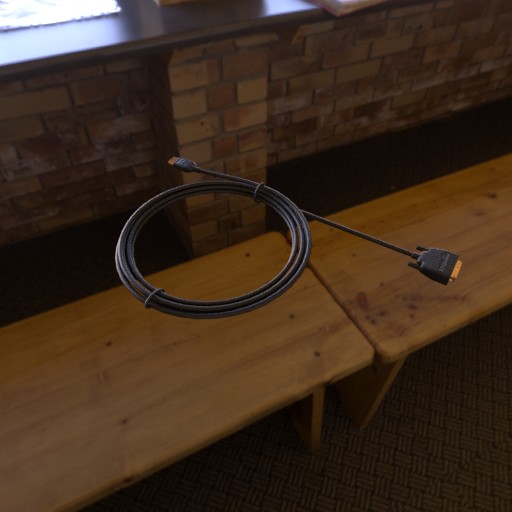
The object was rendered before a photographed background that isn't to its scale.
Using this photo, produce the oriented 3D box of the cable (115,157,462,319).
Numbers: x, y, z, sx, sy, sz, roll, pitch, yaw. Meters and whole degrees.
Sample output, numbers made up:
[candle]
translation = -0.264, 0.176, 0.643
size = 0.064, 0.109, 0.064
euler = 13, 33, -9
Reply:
[cable]
translation = 0.000, 0.000, 0.524
size = 0.422, 0.030, 0.257
euler = 24, 50, 21
